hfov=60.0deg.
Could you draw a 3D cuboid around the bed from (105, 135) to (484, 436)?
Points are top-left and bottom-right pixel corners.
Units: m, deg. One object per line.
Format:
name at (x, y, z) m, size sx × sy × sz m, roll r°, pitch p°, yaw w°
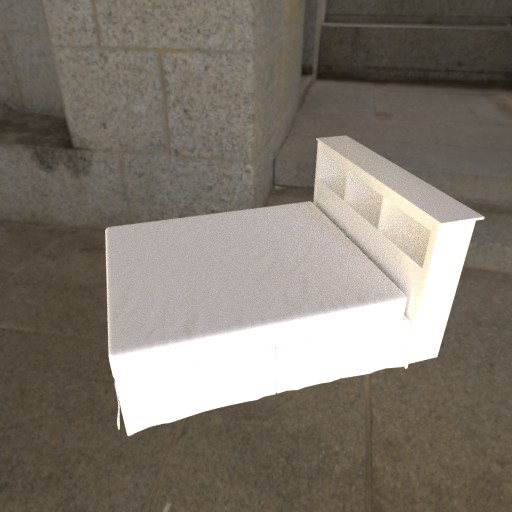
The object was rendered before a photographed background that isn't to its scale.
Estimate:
bed at (0.000, 0.000, 3.147) m, size 2.133 × 1.092 × 1.671 m, roll -9°, pitch 32°, yaw -14°
